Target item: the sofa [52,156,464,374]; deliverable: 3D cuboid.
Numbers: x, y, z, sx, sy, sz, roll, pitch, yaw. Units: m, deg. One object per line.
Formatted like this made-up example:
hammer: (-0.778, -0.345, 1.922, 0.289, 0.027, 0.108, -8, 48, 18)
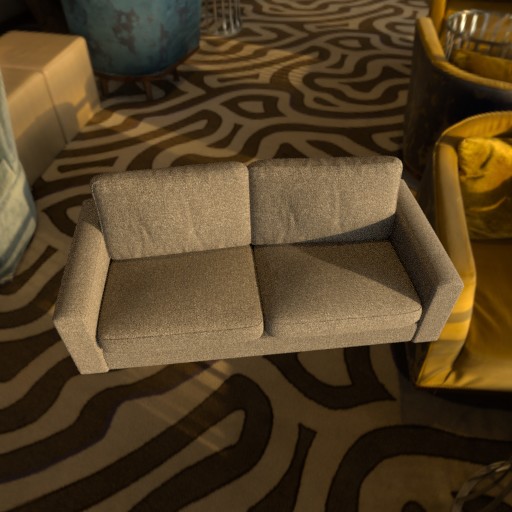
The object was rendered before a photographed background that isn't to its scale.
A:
sofa: (0.000, 0.000, 2.715, 2.179, 0.873, 1.016, -4, 46, -4)
